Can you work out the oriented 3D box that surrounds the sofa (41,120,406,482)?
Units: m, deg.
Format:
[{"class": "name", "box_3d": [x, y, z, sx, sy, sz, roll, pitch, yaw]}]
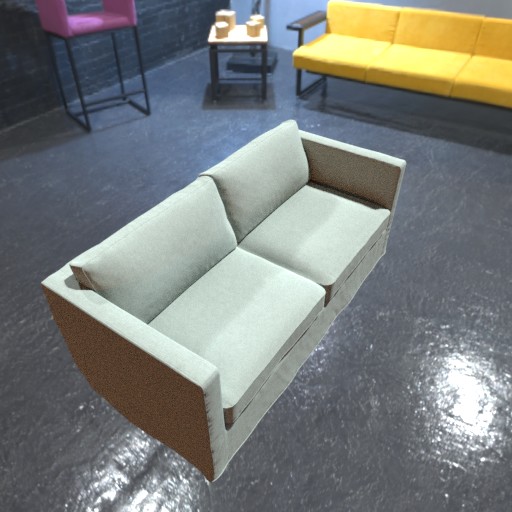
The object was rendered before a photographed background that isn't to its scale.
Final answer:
[{"class": "sofa", "box_3d": [0.000, 0.000, 2.506, 0.940, 0.870, 1.987, 24, 46, 26]}]
